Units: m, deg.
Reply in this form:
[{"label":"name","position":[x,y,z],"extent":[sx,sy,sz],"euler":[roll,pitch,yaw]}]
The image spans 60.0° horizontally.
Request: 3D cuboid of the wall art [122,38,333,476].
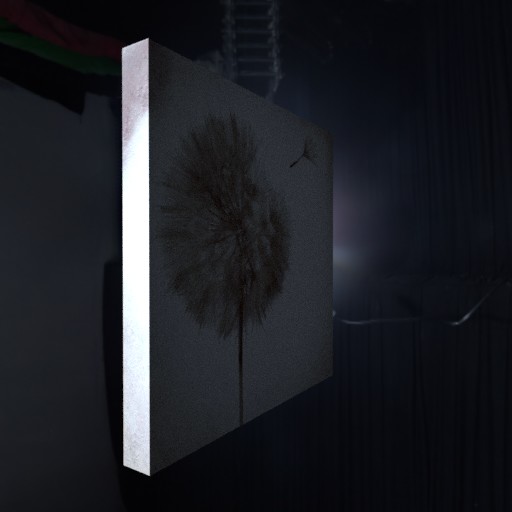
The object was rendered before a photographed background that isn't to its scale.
[{"label":"wall art","position":[0.000,0.000,0.440],"extent":[0.028,0.303,0.303],"euler":[0,1,34]}]
